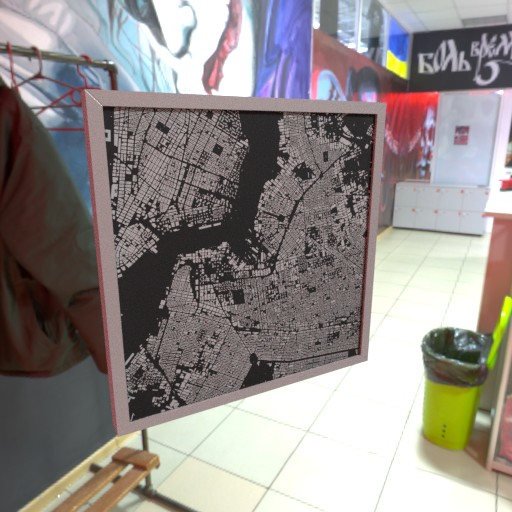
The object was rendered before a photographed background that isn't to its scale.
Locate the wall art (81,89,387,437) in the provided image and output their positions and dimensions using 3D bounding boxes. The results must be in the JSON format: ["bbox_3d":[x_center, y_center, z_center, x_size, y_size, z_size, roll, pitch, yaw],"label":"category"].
[{"bbox_3d":[0.000,0.000,0.751,0.506,0.506,0.038,-8,17,-27],"label":"wall art"}]
